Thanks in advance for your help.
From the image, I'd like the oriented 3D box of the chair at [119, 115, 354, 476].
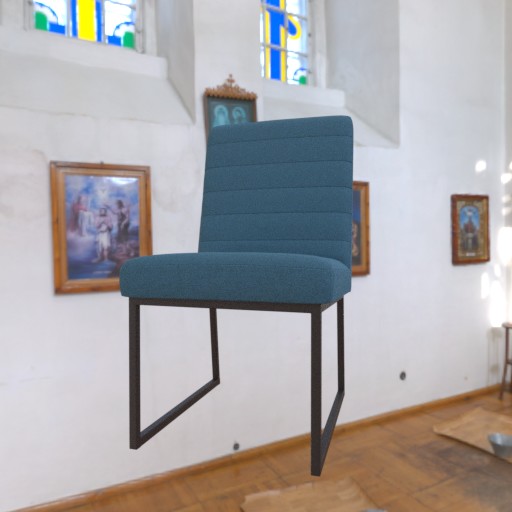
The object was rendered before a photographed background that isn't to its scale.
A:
[{"bbox_3d":[0.000,0.000,1.288,0.520,0.930,0.634,0,1,17],"label":"chair"}]
